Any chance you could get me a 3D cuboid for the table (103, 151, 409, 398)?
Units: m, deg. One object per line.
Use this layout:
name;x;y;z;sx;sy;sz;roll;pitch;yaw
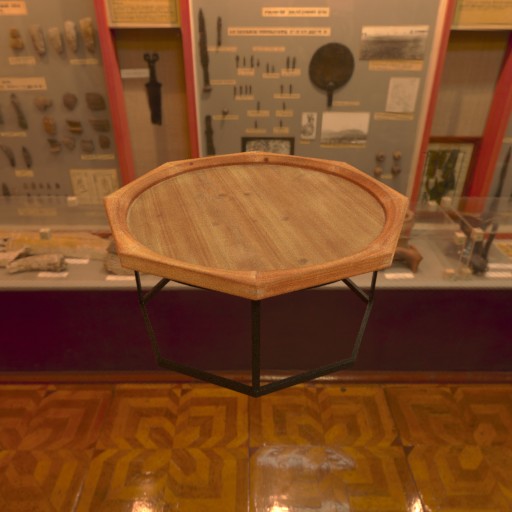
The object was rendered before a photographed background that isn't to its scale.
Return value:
table;0.000;0.000;1.564;1.002;0.444;1.002;0;31;0
